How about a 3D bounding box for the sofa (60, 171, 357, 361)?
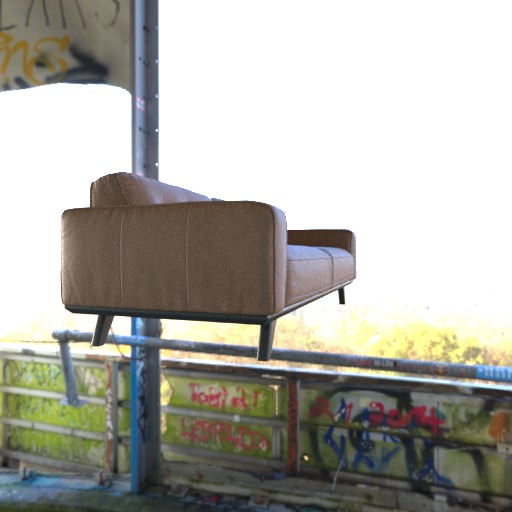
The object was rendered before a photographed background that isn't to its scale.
[{"bbox_3d":[0.000,0.000,2.721,0.953,0.780,2.270,0,0,20],"label":"sofa"}]
